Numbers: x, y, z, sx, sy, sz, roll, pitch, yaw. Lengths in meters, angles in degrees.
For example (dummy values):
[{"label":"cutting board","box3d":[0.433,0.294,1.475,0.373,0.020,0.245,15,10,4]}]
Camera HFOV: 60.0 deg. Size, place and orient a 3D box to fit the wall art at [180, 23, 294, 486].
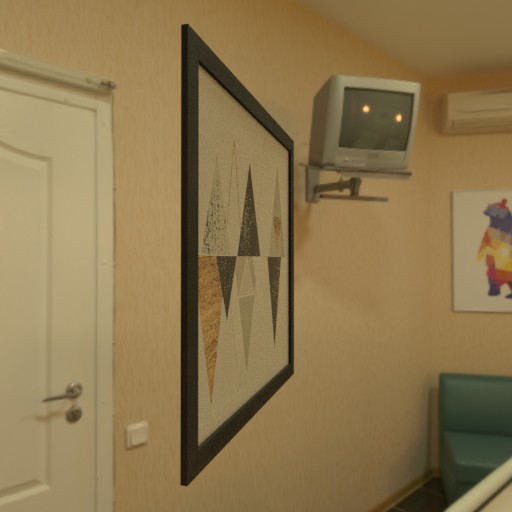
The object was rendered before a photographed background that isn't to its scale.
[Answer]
[{"label":"wall art","box3d":[0.000,0.000,1.182,0.013,0.823,0.823,0,-1,18]}]
